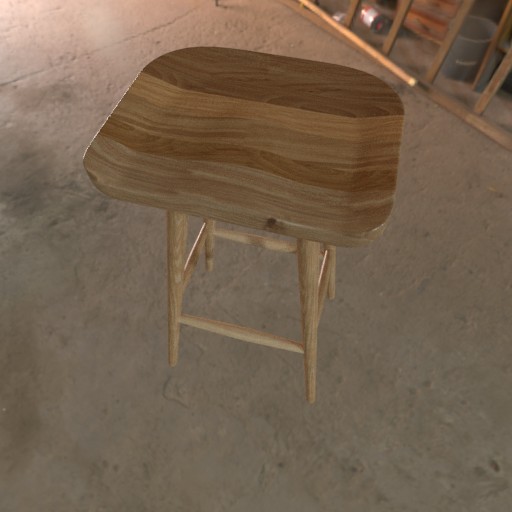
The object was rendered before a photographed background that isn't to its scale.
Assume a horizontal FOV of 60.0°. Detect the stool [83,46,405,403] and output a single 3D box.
[{"bbox_3d":[0.000,0.000,0.917,0.407,0.698,0.322,12,57,8],"label":"stool"}]
